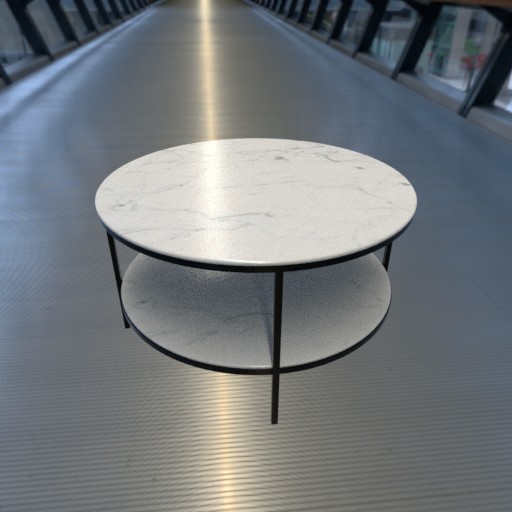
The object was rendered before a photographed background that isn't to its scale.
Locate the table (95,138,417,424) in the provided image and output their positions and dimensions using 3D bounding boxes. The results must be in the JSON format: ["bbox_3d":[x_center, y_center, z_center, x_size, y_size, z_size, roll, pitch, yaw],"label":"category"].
[{"bbox_3d":[0.000,0.000,1.266,0.800,0.450,0.800,0,31,0],"label":"table"}]
